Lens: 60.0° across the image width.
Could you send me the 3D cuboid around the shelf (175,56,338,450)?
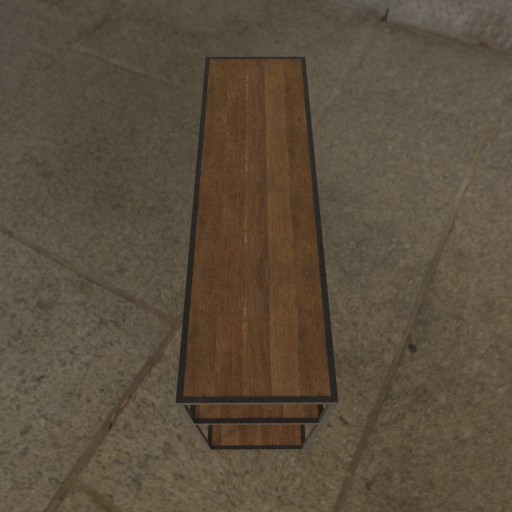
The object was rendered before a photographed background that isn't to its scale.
[{"bbox_3d":[0.000,0.000,1.601,0.361,0.765,1.201,0,59,0],"label":"shelf"}]
